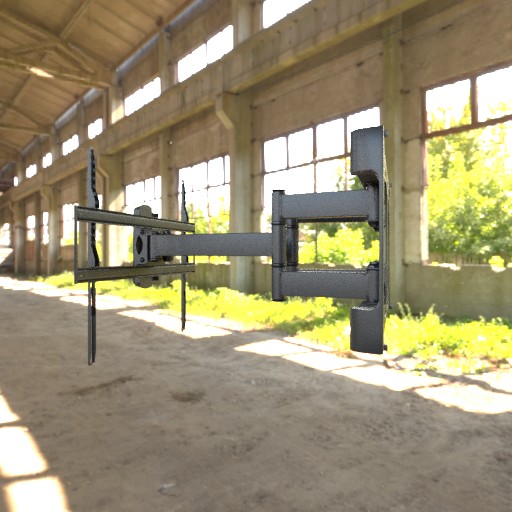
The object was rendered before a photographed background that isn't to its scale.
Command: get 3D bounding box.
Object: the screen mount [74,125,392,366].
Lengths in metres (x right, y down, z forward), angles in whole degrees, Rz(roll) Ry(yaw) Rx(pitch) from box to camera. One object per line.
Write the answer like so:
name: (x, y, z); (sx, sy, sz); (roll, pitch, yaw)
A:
screen mount: (0.000, 0.000, 0.957); (0.556, 0.424, 0.571); (0, 0, 18)
